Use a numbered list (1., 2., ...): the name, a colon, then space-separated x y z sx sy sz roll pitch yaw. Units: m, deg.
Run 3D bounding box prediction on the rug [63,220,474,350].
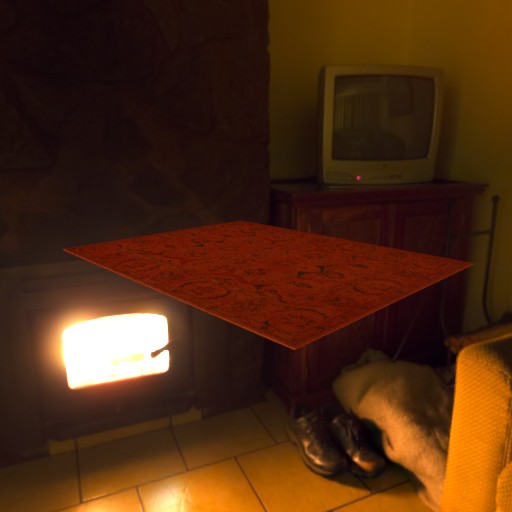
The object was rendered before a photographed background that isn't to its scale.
1. rug: 0.000 0.000 3.988 2.300 0.012 2.929 -14 20 -42
